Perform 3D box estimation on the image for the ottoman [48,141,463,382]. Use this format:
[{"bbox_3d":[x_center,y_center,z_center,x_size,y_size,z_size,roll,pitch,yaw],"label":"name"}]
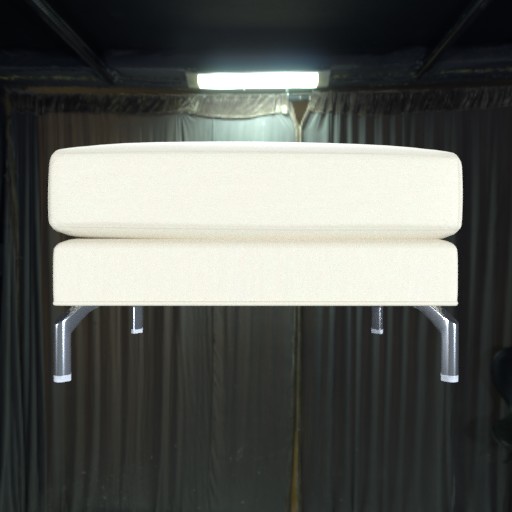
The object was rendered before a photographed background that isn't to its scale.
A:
[{"bbox_3d":[0.000,0.000,1.157,0.835,0.497,0.581,0,0,0],"label":"ottoman"}]
